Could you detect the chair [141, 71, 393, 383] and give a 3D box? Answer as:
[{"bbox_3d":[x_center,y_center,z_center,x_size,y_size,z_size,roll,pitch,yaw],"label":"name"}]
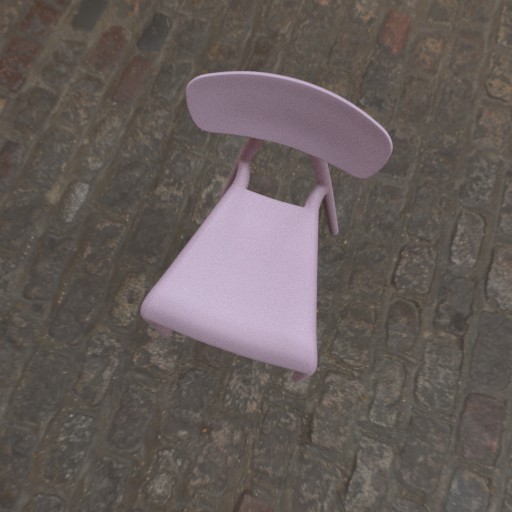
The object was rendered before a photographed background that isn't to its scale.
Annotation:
[{"bbox_3d":[0.000,0.000,0.830,0.356,0.580,0.401,18,78,4],"label":"chair"}]
